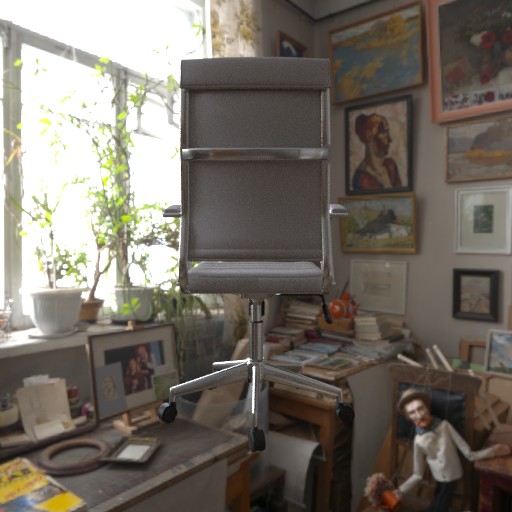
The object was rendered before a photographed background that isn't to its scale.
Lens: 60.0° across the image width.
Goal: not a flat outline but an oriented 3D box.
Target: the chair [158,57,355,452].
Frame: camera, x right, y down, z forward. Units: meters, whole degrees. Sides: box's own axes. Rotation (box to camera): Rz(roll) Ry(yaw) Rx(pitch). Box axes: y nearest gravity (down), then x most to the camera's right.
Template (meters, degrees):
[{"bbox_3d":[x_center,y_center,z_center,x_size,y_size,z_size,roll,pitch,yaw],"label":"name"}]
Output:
[{"bbox_3d":[0.000,0.000,1.594,0.679,1.149,0.667,0,1,0],"label":"chair"}]
